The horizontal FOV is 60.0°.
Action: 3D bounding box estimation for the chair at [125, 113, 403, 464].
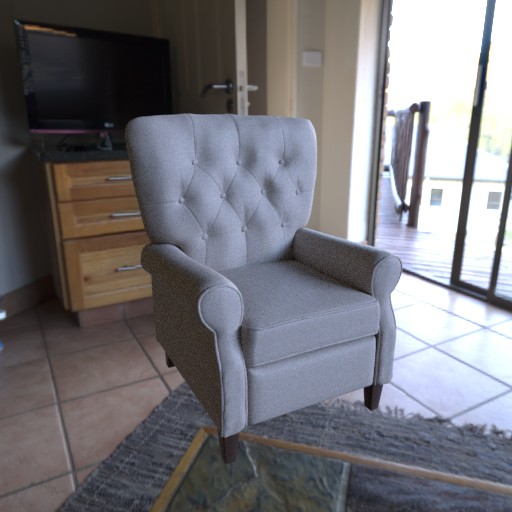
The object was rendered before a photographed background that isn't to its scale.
[{"bbox_3d":[0.000,0.000,1.953,0.942,1.209,1.025,-8,18,-26],"label":"chair"}]
